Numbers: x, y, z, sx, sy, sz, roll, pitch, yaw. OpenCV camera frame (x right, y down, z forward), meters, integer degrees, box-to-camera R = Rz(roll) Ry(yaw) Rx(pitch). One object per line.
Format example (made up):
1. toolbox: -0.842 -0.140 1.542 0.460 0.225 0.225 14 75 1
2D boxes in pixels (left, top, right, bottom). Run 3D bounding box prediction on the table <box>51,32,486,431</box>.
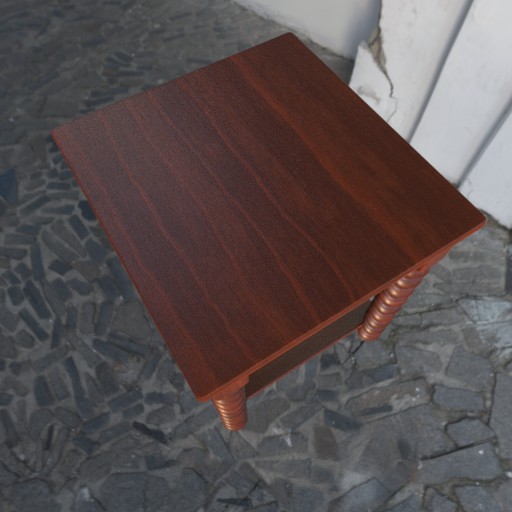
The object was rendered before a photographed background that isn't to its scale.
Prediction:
1. table: 0.000 0.000 0.960 0.500 0.567 0.533 -29 65 -15
